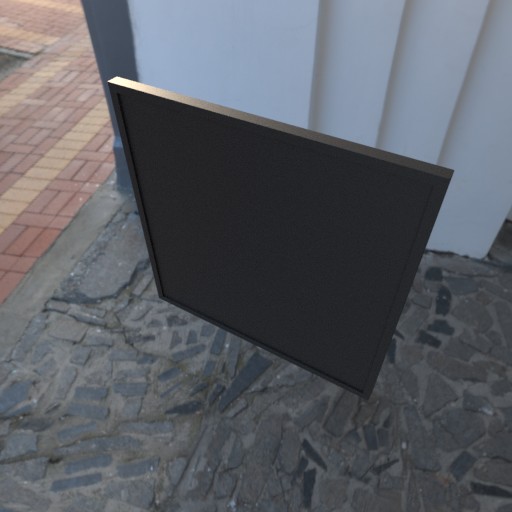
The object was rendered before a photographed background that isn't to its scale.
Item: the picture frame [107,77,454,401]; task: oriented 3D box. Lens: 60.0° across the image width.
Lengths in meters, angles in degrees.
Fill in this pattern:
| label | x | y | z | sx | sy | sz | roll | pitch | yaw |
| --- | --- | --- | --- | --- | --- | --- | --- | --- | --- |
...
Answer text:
| label | x | y | z | sx | sy | sz | roll | pitch | yaw |
| --- | --- | --- | --- | --- | --- | --- | --- | --- | --- |
| picture frame | 0.000 | 0.000 | 1.166 | 0.775 | 0.775 | 0.032 | 22 | 49 | 21 |
